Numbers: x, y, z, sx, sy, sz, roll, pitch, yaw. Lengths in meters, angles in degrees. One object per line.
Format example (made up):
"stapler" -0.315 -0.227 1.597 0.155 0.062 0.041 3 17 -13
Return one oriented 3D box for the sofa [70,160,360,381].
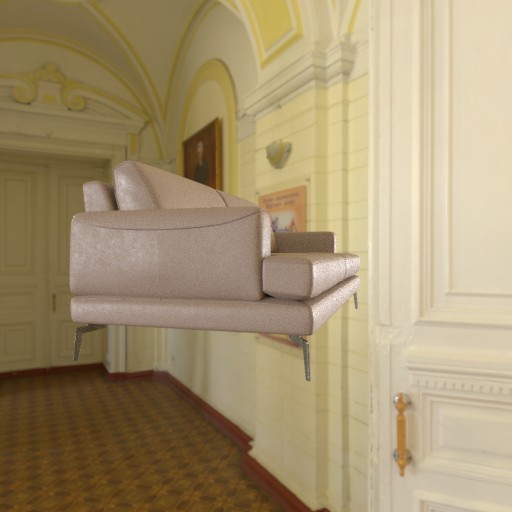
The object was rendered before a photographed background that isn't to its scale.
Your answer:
"sofa" 0.000 0.000 2.409 0.974 0.765 1.940 0 0 17
